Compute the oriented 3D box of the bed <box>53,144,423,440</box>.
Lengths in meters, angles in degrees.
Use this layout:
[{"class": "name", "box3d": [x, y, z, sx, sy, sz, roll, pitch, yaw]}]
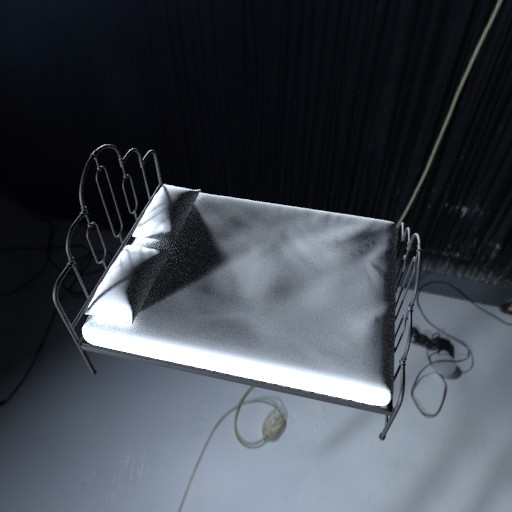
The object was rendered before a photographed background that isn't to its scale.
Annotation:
[{"class": "bed", "box3d": [0.000, 0.000, 3.188, 2.163, 1.429, 1.640, 10, 47, 9]}]
